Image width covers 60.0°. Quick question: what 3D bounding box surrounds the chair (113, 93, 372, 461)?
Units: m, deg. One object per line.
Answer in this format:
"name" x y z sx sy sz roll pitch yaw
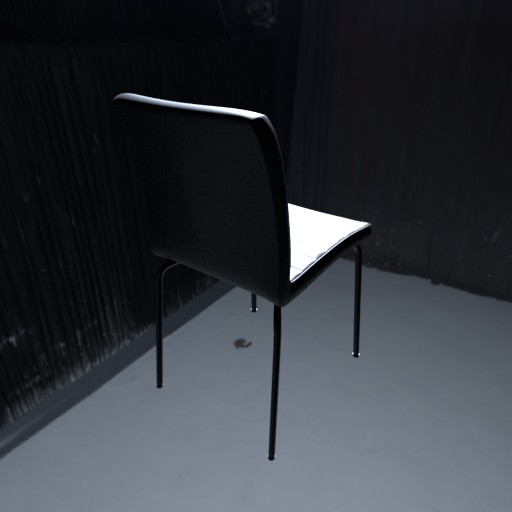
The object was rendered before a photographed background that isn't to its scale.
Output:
"chair" 0.000 0.000 1.200 0.450 0.872 0.572 20 34 32
